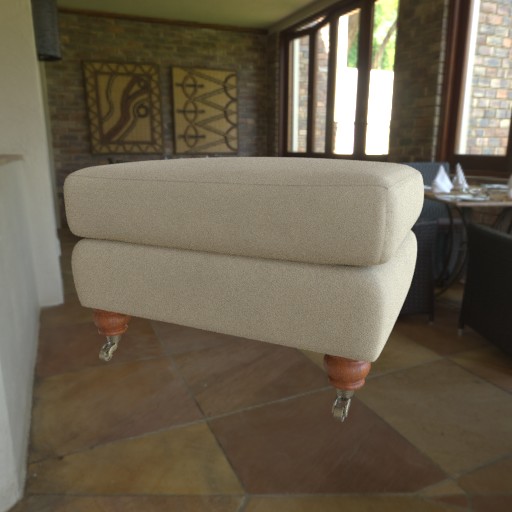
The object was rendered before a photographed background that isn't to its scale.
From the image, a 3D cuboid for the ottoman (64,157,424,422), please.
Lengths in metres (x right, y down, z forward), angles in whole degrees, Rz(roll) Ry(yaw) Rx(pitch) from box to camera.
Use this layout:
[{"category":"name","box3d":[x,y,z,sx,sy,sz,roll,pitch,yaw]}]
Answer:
[{"category":"ottoman","box3d":[0.000,0.000,1.161,0.773,0.504,0.569,6,15,24]}]
